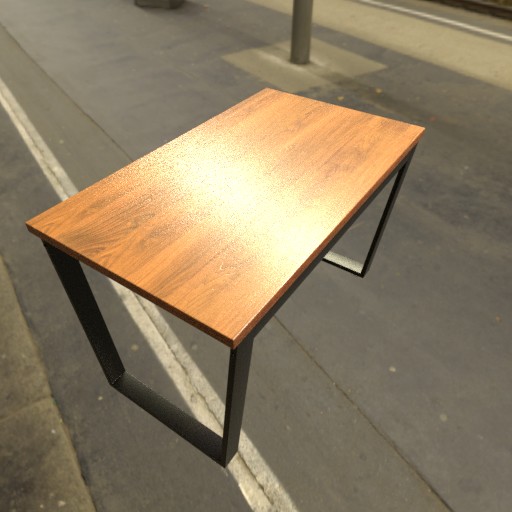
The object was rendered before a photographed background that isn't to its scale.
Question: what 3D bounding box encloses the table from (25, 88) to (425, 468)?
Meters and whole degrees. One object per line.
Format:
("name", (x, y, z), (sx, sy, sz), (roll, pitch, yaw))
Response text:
("table", (0.000, 0.000, 1.688), (0.714, 0.760, 1.205), (24, 47, 25))
